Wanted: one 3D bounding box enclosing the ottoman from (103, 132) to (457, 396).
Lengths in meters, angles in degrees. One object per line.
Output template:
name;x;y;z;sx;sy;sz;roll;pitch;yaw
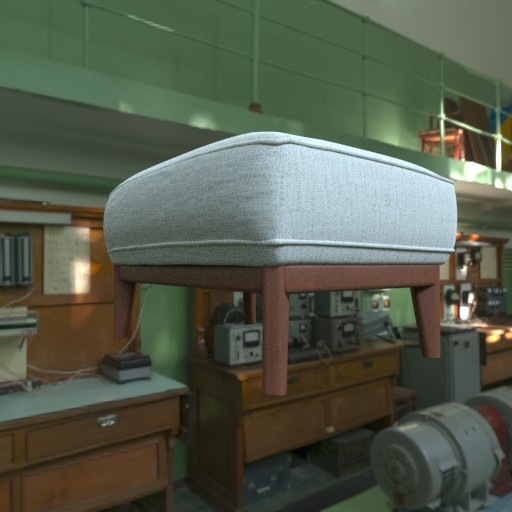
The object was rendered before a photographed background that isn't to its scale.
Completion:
ottoman;0.000;0.000;1.146;0.594;0.465;0.794;1;-1;-37
